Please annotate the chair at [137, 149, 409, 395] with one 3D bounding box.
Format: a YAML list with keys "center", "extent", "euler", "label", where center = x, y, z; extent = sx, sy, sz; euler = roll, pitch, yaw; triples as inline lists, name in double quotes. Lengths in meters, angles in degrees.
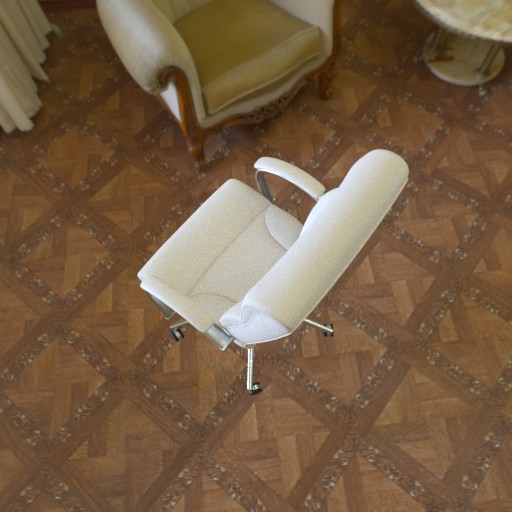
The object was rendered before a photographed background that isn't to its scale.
- center: [0.000, 0.000, 1.624]
  extent: [0.745, 1.099, 0.727]
  euler: [35, 69, 16]
  label: "chair"
